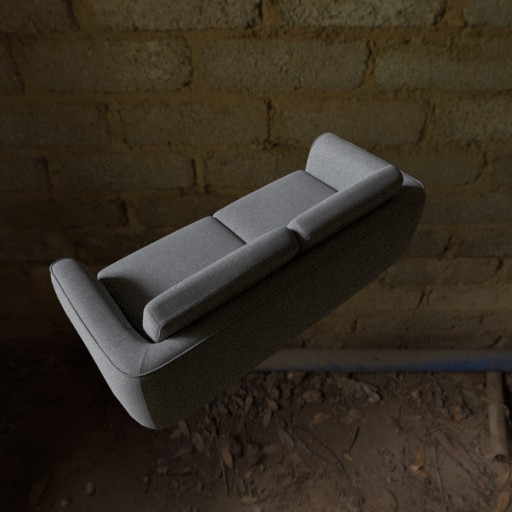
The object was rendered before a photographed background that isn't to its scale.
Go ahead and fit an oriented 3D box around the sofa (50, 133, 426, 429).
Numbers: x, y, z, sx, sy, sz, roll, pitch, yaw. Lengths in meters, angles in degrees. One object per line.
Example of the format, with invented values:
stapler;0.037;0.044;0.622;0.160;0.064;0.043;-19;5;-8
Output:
sofa;0.000;0.000;2.497;2.000;0.870;0.920;-31;53;-26
